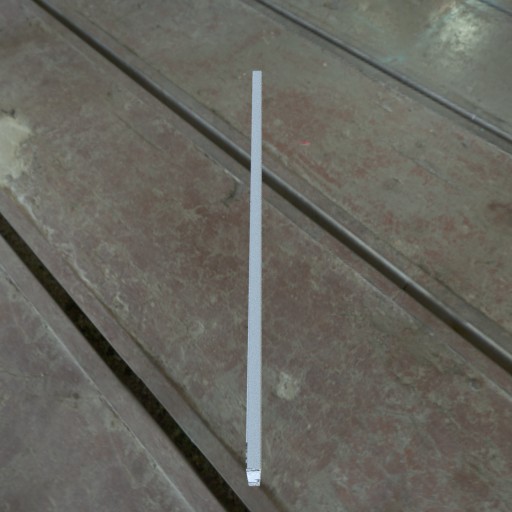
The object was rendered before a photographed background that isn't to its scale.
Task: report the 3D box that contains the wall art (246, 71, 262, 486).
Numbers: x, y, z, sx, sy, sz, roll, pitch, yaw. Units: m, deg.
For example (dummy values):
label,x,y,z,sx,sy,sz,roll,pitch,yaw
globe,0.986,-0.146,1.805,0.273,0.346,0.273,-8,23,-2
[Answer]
label,x,y,z,sx,sy,sz,roll,pitch,yaw
wall art,0.000,0.000,1.687,0.039,0.507,1.520,0,58,0
